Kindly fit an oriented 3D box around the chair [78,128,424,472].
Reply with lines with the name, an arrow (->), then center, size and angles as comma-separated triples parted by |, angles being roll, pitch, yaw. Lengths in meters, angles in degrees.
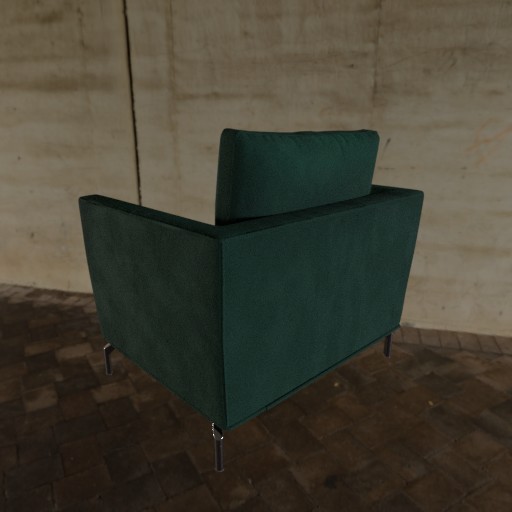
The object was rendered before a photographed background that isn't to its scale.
chair -> 0.000, 0.000, 1.765 | 1.047, 0.997, 0.852 | -16, 23, -41
